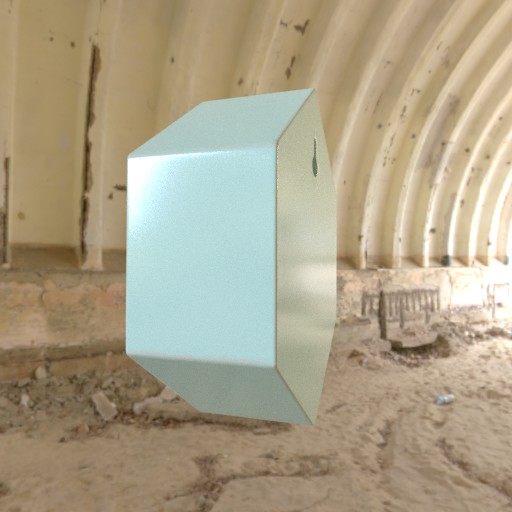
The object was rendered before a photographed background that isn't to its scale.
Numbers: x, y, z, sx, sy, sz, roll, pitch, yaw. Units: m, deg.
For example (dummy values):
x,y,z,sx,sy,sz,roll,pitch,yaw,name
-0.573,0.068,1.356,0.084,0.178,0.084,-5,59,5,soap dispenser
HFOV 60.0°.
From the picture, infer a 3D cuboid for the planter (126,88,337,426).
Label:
x,y,z,sx,sy,sz,roll,pitch,yaw,name
0.000,0.000,0.284,0.078,0.207,0.169,0,-1,19,planter
